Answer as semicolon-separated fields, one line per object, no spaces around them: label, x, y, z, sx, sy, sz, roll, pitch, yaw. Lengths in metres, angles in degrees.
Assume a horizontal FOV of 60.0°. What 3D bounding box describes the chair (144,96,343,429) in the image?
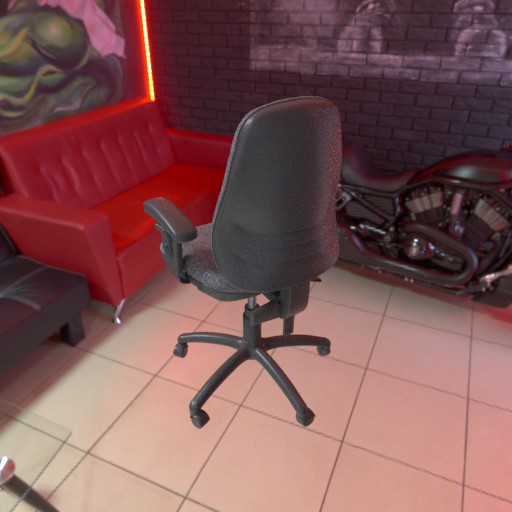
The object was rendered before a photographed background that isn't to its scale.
chair;0.000;0.000;1.263;0.550;0.910;0.530;-18;34;-29
